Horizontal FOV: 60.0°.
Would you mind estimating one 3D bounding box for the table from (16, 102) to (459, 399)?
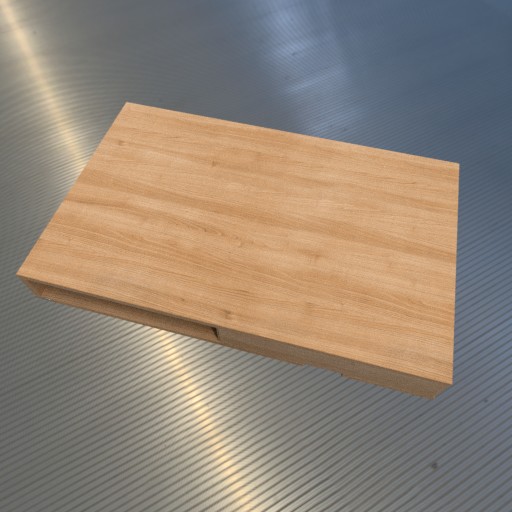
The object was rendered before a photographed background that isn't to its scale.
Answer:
[{"bbox_3d":[0.000,0.000,1.436,1.100,0.440,0.700,13,59,8],"label":"table"}]
